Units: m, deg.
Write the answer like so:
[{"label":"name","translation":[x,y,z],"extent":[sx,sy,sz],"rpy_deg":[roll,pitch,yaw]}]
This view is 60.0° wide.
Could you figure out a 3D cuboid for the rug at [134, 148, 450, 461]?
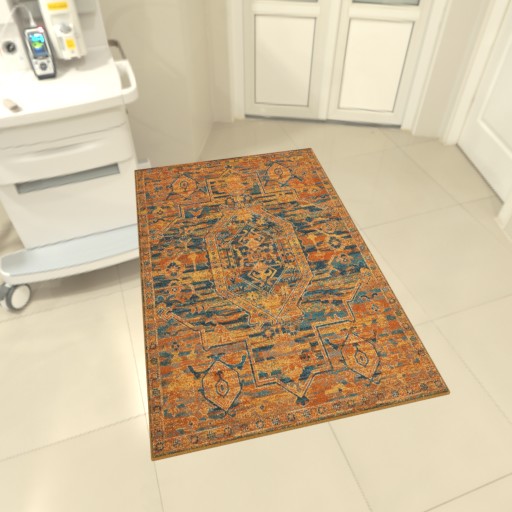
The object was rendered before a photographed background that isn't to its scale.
[{"label":"rug","translation":[0.000,0.000,1.083],"extent":[0.557,0.008,0.863],"rpy_deg":[-9,47,-9]}]
